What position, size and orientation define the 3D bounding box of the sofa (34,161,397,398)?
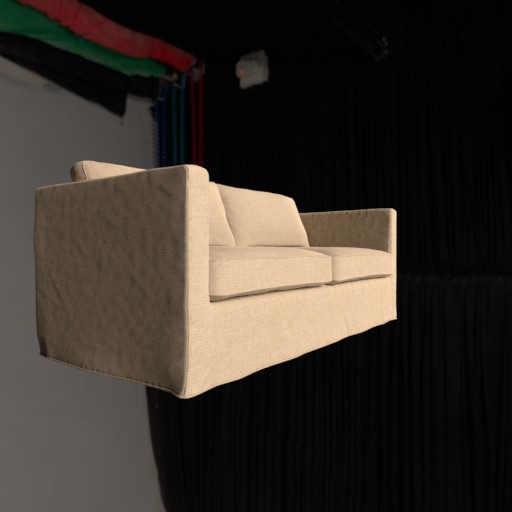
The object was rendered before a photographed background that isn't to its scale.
[{"bbox_3d":[0.000,0.000,2.409,0.956,0.847,1.987,1,1,36],"label":"sofa"}]
